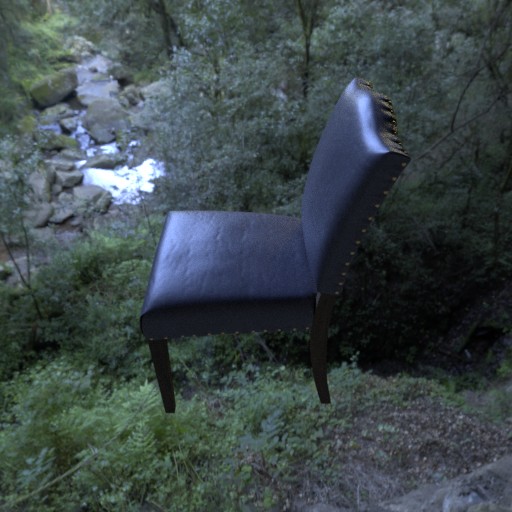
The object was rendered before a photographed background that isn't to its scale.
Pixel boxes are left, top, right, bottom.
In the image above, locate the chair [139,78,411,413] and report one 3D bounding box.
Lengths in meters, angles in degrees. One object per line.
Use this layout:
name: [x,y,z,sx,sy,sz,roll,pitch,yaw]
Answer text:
chair: [0.000,0.000,1.352,0.633,0.991,0.500,0,41,0]
